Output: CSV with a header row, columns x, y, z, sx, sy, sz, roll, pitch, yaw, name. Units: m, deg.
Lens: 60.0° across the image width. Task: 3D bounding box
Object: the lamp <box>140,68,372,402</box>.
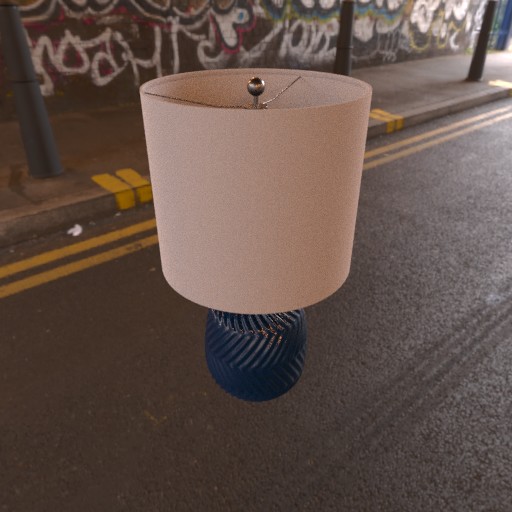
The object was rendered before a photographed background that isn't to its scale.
x,y,z,sx,sy,sz,roll,pitch,yaw,name
0.000,0.000,0.487,0.203,0.368,0.203,-1,31,-1,lamp
